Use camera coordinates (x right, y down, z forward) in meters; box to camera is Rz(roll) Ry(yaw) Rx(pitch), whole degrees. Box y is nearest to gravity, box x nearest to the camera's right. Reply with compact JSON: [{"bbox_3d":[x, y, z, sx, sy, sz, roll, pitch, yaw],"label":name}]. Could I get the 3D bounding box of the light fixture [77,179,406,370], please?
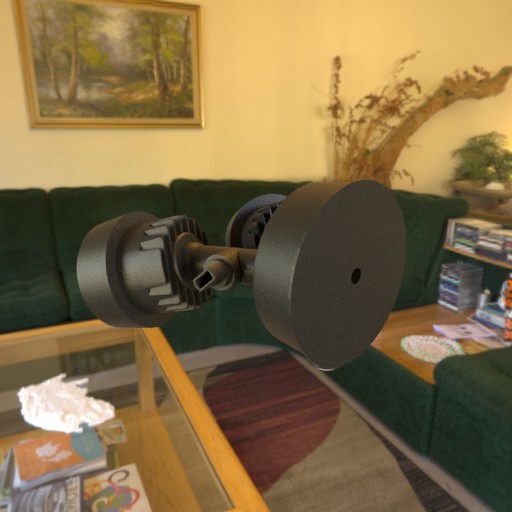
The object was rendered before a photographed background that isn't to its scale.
[{"bbox_3d":[0.000,0.000,0.313,0.213,0.120,0.168,-14,21,-41],"label":"light fixture"}]
